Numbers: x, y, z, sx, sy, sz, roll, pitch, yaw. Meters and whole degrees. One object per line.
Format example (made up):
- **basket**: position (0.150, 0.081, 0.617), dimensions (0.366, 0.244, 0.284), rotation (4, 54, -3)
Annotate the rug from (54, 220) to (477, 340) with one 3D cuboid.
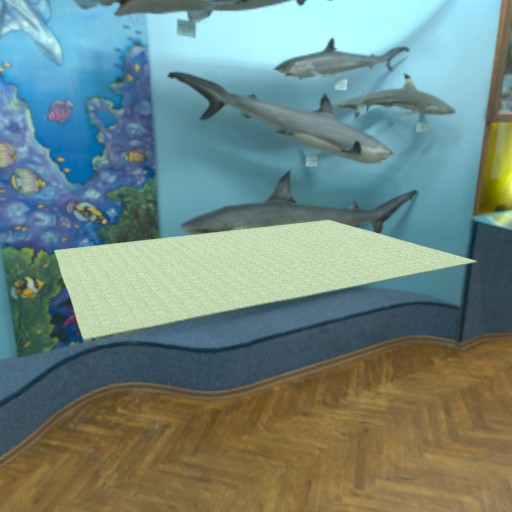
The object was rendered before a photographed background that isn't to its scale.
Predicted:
- **rug**: position (0.000, 0.000, 2.179), dimensions (1.747, 0.006, 1.143), rotation (-8, 18, -27)
